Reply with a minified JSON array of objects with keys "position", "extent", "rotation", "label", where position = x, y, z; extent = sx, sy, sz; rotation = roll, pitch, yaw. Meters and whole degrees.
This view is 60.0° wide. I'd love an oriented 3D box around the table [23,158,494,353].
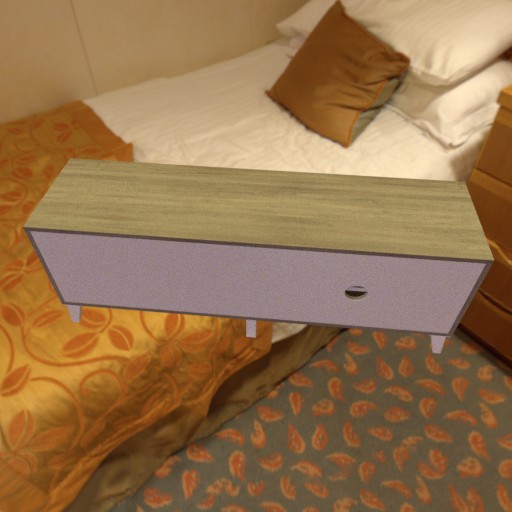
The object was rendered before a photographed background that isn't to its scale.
[{"position":[0.000,0.000,1.731],"extent":[1.500,0.530,0.400],"rotation":[4,46,4],"label":"table"}]
